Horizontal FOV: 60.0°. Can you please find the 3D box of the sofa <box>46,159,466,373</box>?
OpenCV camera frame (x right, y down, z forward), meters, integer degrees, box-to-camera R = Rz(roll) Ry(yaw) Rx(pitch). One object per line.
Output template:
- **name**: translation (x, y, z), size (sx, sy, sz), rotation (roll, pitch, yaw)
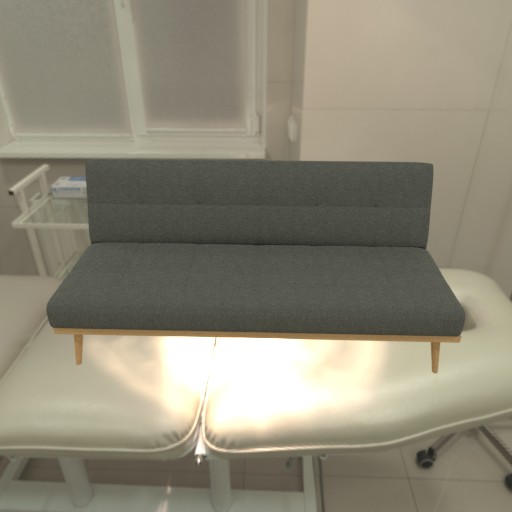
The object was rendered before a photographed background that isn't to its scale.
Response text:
- **sofa**: translation (0.000, 0.000, 2.198), size (1.820, 0.770, 0.820), rotation (1, 30, 2)
